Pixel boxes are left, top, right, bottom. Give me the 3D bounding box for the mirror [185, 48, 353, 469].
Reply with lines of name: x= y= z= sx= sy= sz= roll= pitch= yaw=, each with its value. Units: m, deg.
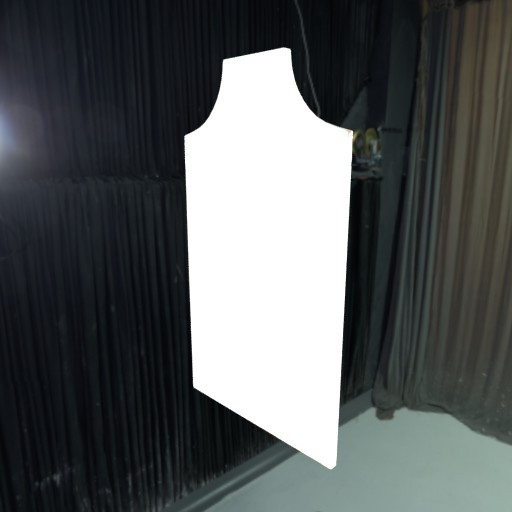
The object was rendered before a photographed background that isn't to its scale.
mirror: x=0.000 y=0.000 z=0.854 sx=0.403 sy=0.717 sz=0.022 roll=13 pitch=19 yaw=43
